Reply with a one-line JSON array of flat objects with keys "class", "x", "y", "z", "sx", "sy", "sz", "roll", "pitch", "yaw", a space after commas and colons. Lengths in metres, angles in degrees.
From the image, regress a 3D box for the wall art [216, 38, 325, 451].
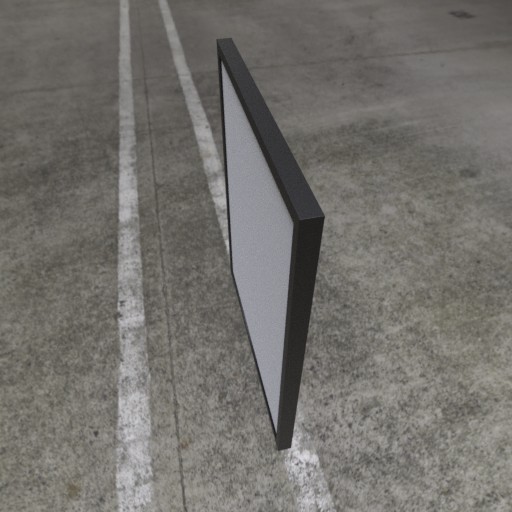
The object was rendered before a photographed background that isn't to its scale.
[{"class": "wall art", "x": 0.000, "y": 0.000, "z": 0.545, "sx": 0.018, "sy": 0.397, "sz": 0.325, "roll": -10, "pitch": 47, "yaw": -9}]
